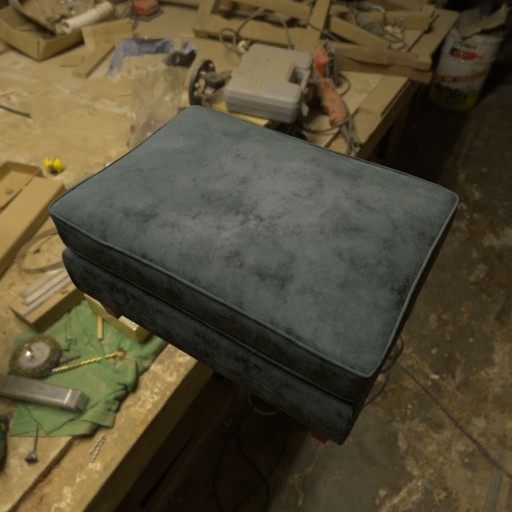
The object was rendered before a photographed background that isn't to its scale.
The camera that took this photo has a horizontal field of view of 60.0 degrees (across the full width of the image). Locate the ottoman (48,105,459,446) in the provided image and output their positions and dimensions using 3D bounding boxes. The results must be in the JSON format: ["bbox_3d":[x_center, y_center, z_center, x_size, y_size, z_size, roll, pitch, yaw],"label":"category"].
[{"bbox_3d":[0.000,0.000,1.237,0.864,0.495,0.632,25,52,21],"label":"ottoman"}]
